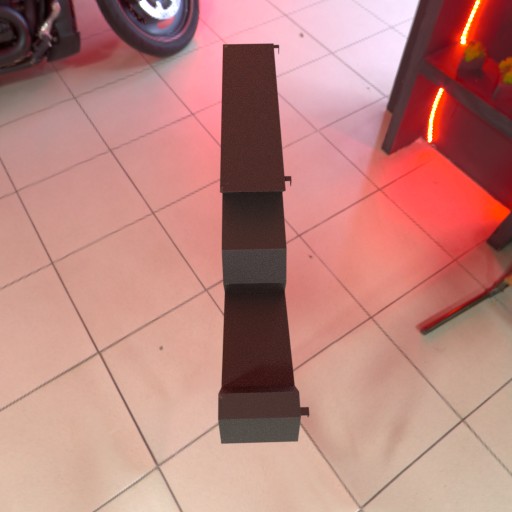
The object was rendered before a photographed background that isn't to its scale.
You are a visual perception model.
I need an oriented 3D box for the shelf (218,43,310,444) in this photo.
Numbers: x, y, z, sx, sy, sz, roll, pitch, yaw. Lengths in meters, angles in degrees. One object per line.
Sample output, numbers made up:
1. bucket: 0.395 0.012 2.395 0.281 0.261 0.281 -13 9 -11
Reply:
1. shelf: 0.000 0.000 0.880 0.112 0.439 0.729 -1 58 -1
